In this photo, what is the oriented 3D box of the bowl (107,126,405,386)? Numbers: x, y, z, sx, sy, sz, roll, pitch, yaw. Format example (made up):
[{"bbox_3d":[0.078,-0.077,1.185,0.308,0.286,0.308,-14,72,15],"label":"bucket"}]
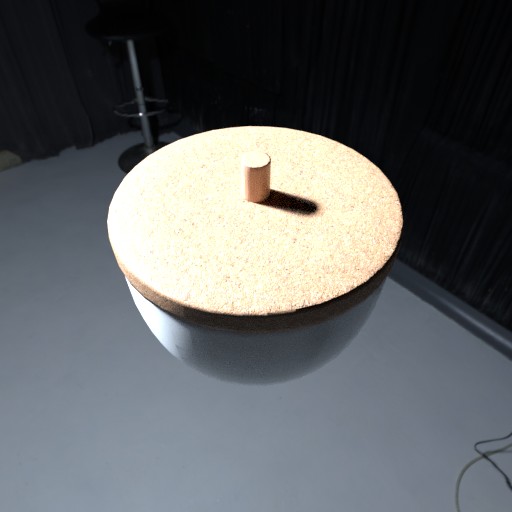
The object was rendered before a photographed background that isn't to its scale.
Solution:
[{"bbox_3d":[0.000,0.000,0.217,0.126,0.110,0.126,0,45,0],"label":"bowl"}]
